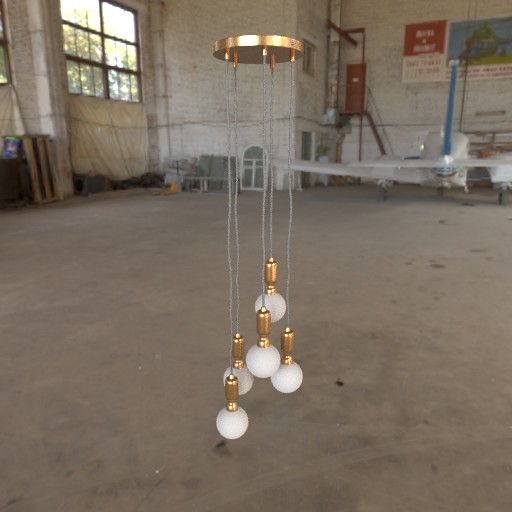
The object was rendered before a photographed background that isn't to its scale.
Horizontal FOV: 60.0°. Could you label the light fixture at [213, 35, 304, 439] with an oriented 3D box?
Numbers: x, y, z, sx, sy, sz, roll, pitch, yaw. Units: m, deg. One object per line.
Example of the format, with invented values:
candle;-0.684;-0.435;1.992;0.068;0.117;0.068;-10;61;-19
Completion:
light fixture;0.000;0.000;0.524;0.105;0.457;0.108;13;18;43
